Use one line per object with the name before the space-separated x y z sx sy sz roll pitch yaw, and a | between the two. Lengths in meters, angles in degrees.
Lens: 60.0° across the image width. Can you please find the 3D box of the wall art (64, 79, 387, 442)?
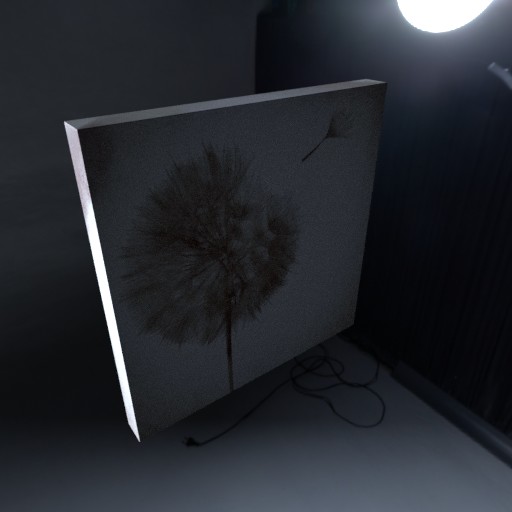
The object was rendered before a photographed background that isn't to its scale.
wall art | 0.000 0.000 0.445 0.303 0.303 0.028 -21 36 -31
